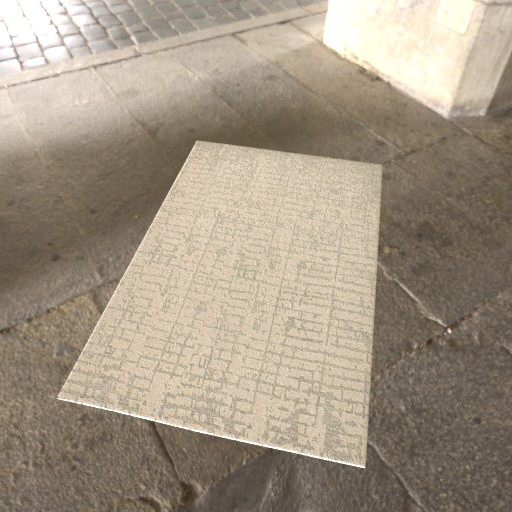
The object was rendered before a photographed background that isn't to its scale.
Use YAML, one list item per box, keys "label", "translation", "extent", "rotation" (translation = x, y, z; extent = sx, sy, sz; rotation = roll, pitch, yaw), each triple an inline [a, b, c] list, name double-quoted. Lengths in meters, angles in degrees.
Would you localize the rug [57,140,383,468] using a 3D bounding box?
- label: "rug"
  translation: [0.000, 0.000, 2.263]
  extent: [1.211, 0.007, 1.827]
  rotation: [10, 49, 8]
